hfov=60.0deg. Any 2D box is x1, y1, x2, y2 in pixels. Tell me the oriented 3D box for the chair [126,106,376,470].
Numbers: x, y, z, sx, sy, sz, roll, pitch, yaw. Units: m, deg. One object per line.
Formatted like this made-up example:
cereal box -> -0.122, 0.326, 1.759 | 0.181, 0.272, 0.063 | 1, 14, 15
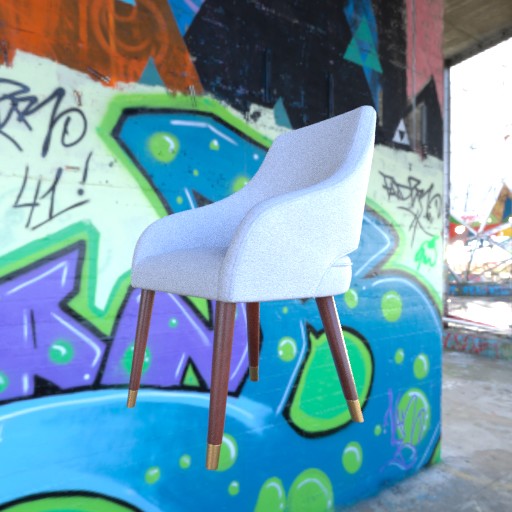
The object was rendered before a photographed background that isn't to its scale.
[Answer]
chair -> 0.000, 0.000, 1.292 | 0.600, 0.889, 0.609 | 0, 0, -36
